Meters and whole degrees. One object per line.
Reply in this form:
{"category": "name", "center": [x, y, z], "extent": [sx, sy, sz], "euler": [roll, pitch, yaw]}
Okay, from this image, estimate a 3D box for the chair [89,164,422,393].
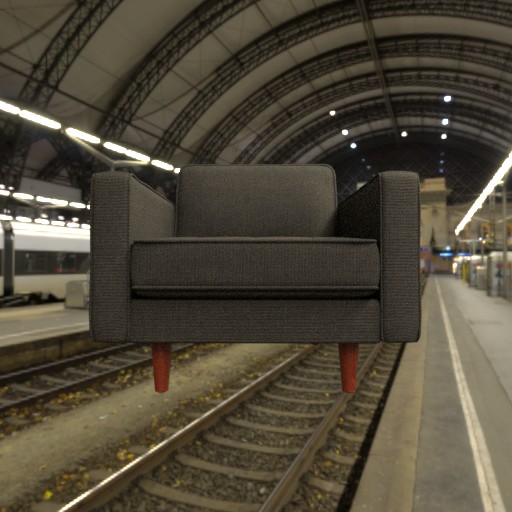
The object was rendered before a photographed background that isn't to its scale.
{"category": "chair", "center": [0.000, 0.000, 1.602], "extent": [0.899, 0.770, 0.919], "euler": [0, -1, 0]}
